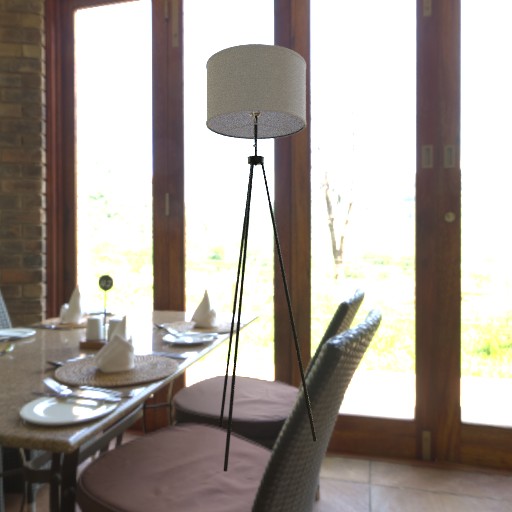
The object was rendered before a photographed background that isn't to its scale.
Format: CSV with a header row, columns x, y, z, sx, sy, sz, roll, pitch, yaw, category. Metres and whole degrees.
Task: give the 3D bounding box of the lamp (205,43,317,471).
x,y,z,sx,sy,sz,roll,pitch,yaw,category
0.000,0.000,1.788,0.448,1.545,0.458,0,0,17,lamp
